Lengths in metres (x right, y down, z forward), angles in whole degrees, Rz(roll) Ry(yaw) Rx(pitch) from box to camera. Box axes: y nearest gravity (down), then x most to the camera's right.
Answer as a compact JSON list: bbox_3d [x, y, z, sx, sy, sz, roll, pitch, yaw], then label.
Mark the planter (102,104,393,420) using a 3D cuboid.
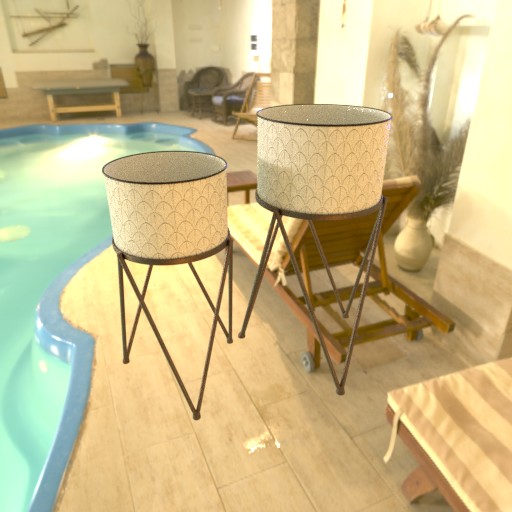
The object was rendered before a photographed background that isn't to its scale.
[{"bbox_3d":[0.000,0.000,1.183,0.769,0.712,0.413,-8,27,-16],"label":"planter"}]
